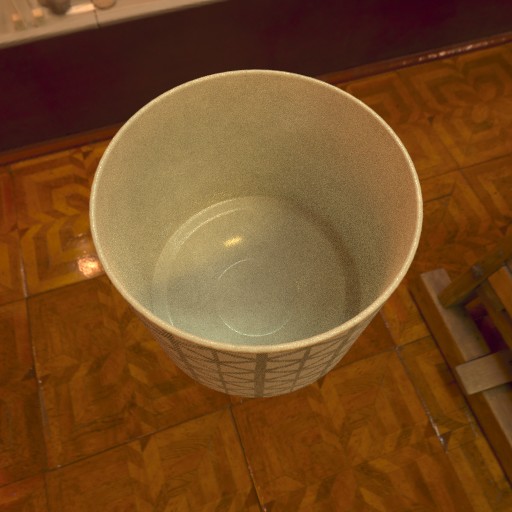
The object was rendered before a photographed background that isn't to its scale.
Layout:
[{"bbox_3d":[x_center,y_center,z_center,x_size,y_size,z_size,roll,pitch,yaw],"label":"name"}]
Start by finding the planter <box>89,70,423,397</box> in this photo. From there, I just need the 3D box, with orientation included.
[{"bbox_3d":[0.000,0.000,0.336,0.190,0.181,0.190,0,64,0],"label":"planter"}]
